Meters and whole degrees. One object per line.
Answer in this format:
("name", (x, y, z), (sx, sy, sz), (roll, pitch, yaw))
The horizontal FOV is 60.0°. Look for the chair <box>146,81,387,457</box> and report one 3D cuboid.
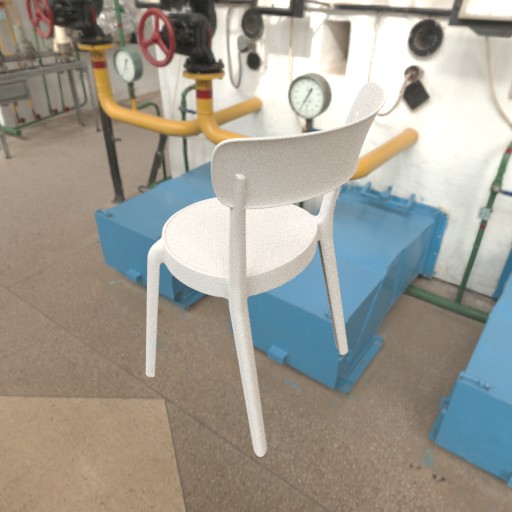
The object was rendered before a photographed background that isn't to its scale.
("chair", (0.000, 0.000, 1.109), (0.491, 0.790, 0.506), (23, 40, 30))
